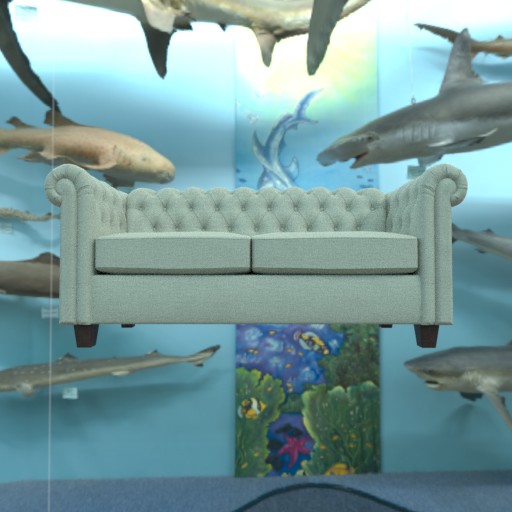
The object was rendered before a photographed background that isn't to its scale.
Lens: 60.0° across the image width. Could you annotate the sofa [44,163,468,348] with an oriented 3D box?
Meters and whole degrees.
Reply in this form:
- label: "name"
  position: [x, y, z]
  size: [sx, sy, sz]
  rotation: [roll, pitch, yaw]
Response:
- label: "sofa"
  position: [0.000, 0.000, 2.229]
  size: [1.798, 0.797, 0.783]
  rotation: [0, -1, 0]
